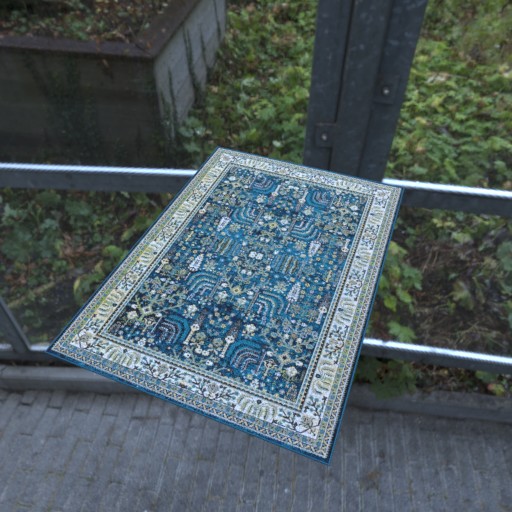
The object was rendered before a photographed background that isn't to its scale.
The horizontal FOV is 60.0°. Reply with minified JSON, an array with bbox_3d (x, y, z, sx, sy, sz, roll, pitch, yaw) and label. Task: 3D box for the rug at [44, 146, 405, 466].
[{"bbox_3d":[0.000,0.000,2.918,1.594,0.013,2.213,16,48,15],"label":"rug"}]
